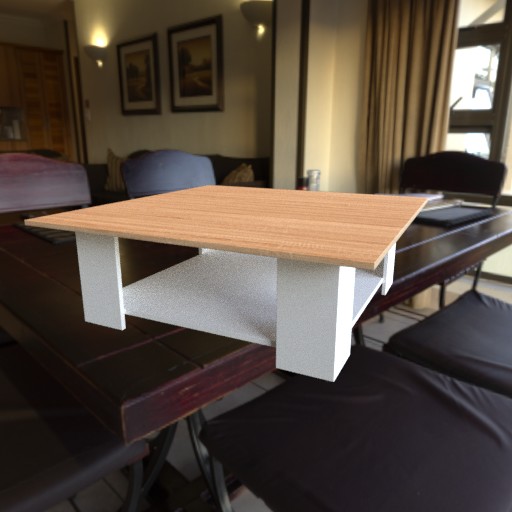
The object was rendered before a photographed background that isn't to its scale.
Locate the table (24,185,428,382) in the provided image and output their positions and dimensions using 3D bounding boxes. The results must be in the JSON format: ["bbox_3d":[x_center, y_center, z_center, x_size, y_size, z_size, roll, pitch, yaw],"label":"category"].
[{"bbox_3d":[0.000,0.000,1.376,0.890,0.305,0.890,7,17,25],"label":"table"}]
